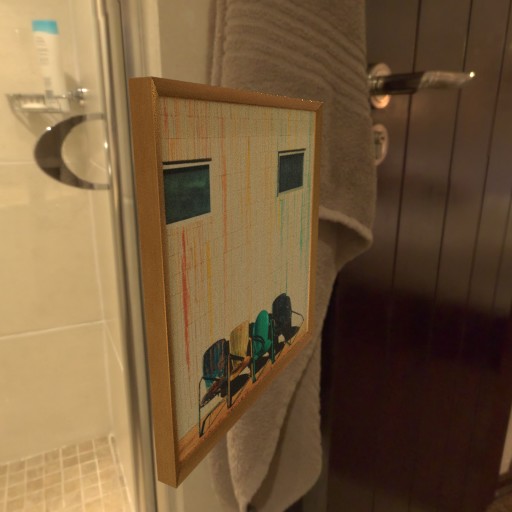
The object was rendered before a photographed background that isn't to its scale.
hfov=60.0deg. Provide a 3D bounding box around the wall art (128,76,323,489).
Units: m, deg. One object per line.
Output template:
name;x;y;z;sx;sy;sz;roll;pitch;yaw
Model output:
wall art;0.000;0.000;0.439;0.019;0.302;0.302;8;18;27
